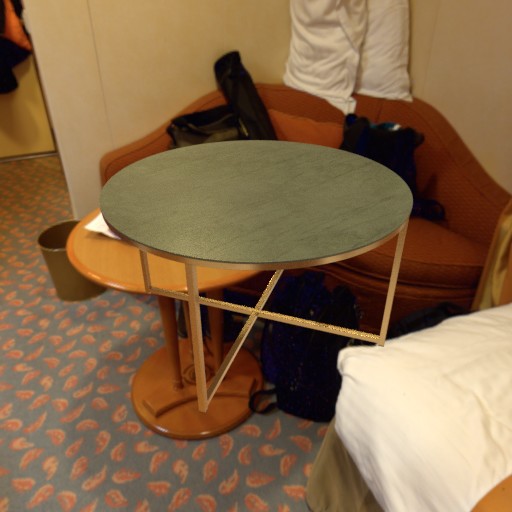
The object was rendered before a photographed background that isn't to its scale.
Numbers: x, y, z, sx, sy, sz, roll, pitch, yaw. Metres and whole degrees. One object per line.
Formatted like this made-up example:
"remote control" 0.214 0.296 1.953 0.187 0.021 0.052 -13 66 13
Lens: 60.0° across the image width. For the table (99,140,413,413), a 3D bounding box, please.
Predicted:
"table" 0.000 0.000 1.296 0.800 0.450 0.800 0 31 0
